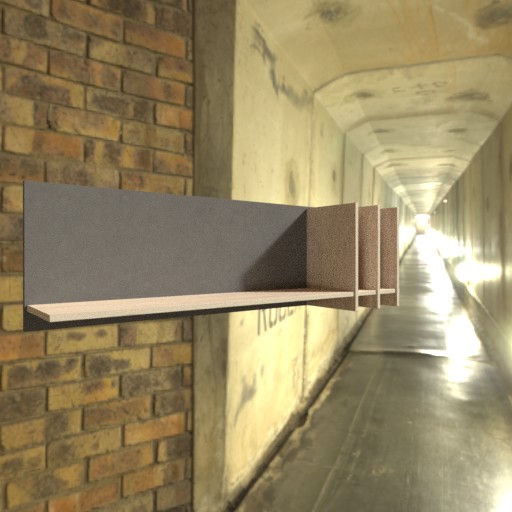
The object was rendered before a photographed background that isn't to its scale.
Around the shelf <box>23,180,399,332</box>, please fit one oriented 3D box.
[{"bbox_3d":[0.000,0.000,1.116,1.020,0.300,0.200,0,0,-38],"label":"shelf"}]
